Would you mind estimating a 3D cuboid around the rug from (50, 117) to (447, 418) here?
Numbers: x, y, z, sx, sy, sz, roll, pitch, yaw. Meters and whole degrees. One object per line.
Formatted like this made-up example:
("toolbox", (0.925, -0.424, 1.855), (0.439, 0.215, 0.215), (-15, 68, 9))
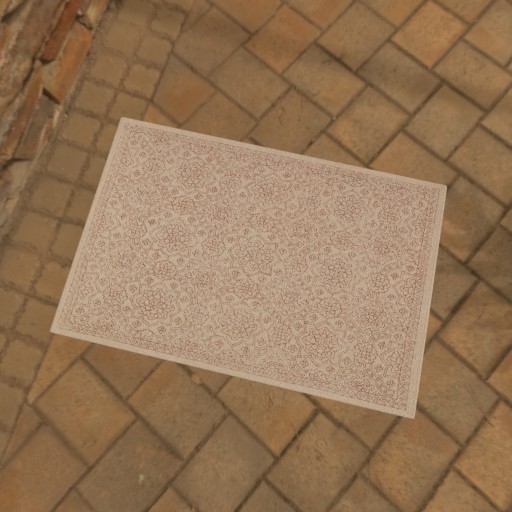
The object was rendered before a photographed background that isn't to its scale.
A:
("rug", (0.000, 0.000, 2.296), (1.829, 0.010, 1.219), (13, 77, 3))
